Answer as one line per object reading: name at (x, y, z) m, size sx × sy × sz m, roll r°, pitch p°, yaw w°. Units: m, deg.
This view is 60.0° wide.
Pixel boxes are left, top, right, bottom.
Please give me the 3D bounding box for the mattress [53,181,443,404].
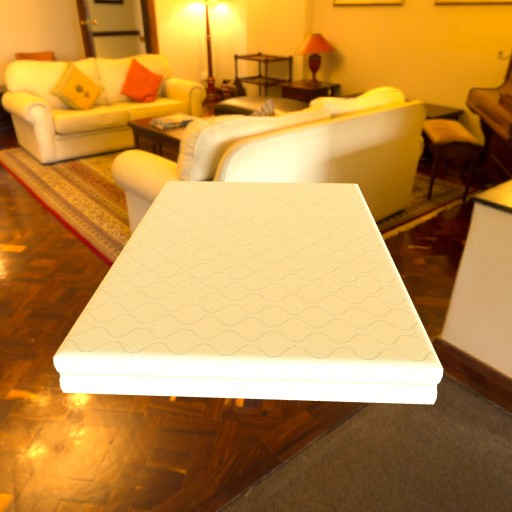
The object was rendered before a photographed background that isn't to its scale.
mattress at (0.000, 0.000, 2.444) m, size 1.400 × 0.200 × 1.900 m, roll 1°, pitch 29°, yaw 2°
